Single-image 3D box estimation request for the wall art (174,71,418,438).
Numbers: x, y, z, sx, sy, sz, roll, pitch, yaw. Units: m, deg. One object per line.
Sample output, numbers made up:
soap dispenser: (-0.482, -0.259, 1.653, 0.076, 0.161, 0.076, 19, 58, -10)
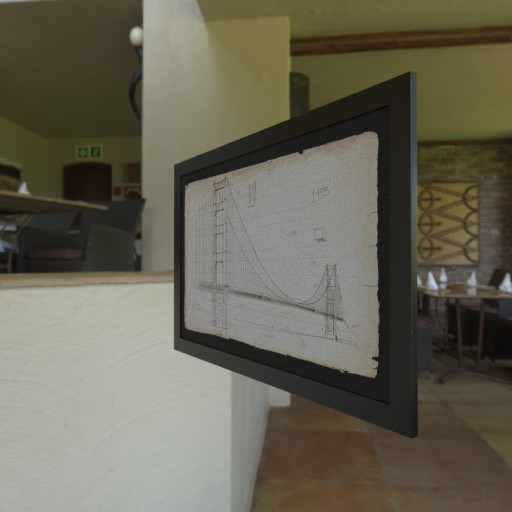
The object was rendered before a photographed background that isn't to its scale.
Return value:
wall art: (0.000, 0.000, 0.809, 0.013, 0.447, 0.660, 0, -1, -36)
